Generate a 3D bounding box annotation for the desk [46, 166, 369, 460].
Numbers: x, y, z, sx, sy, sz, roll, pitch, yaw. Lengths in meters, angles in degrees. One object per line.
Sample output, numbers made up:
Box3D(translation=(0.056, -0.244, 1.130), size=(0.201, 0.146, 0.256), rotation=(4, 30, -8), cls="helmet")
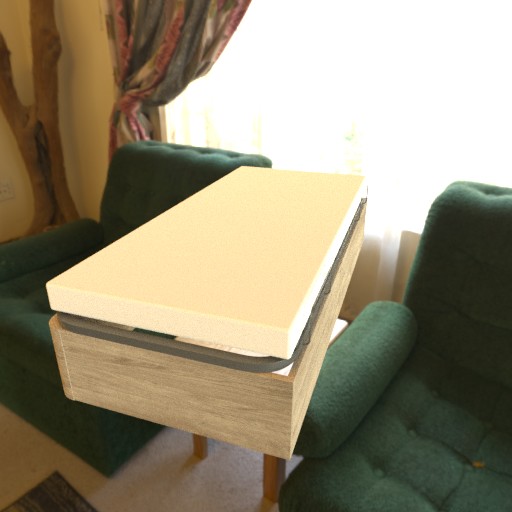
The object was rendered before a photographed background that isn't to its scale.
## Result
Box3D(translation=(0.000, 0.000, 2.227), size=(0.900, 0.455, 1.900), rotation=(8, 25, 17), cls="desk")
